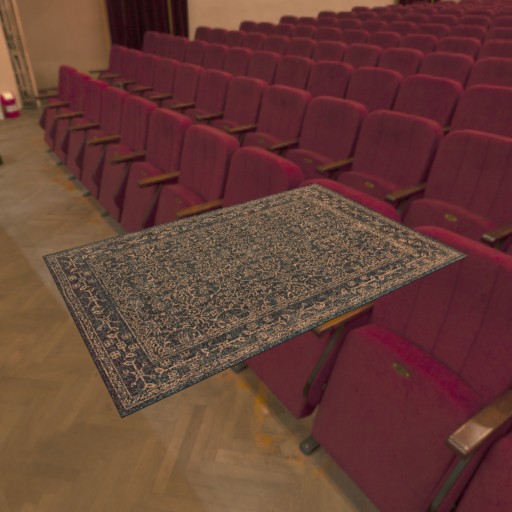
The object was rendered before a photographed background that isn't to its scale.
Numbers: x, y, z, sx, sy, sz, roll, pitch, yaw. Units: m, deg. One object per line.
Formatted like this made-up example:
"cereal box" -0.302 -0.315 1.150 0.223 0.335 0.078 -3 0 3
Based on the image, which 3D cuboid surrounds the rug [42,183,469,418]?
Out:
"rug" 0.000 0.000 2.263 1.819 0.005 1.200 -19 36 -28
